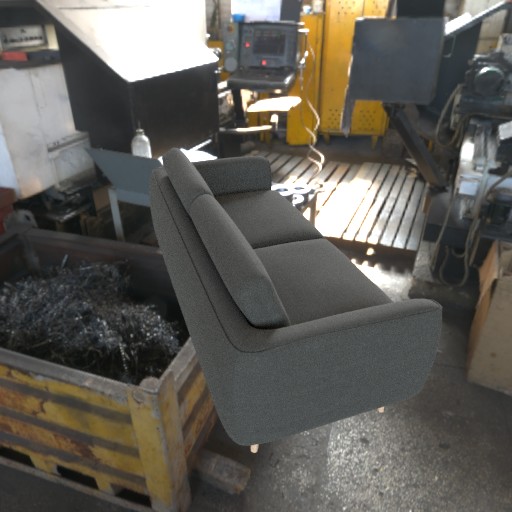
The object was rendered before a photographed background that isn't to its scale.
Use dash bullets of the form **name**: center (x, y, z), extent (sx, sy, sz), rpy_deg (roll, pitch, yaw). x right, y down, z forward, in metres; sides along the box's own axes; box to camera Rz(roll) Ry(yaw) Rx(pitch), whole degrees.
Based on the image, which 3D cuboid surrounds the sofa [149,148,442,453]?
- **sofa**: center (0.000, 0.000, 2.440), extent (0.920, 0.850, 2.000), rpy_deg (-10, 32, -17)
